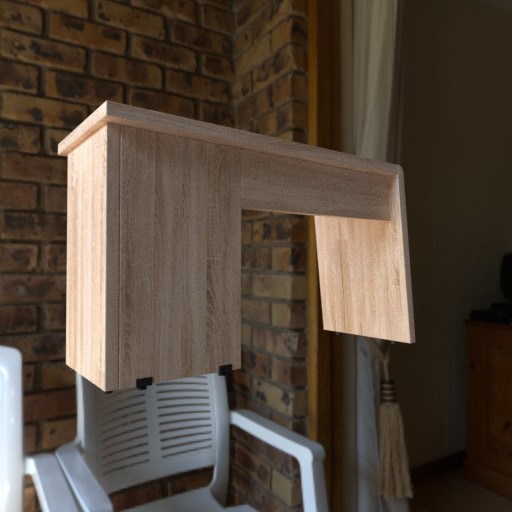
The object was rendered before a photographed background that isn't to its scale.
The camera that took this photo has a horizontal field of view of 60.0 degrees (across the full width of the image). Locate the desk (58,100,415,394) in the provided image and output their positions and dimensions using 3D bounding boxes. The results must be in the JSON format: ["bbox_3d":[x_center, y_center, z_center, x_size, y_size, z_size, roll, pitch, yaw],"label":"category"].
[{"bbox_3d":[0.000,0.000,1.681,1.300,0.750,0.500,1,-2,-37],"label":"desk"}]
